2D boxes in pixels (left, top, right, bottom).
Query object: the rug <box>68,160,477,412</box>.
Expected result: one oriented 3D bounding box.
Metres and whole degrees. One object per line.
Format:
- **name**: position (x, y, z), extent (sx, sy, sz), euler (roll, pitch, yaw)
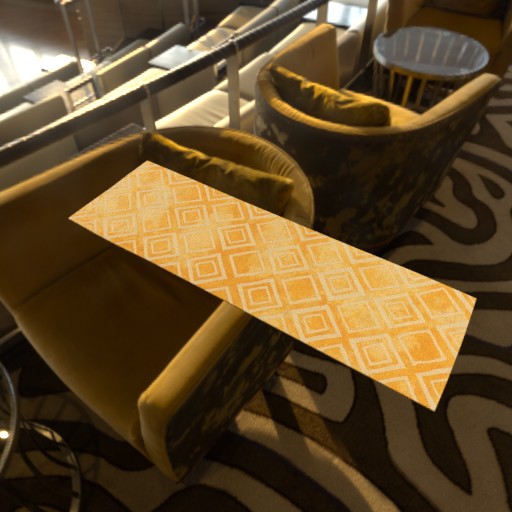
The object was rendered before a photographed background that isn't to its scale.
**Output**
- **rug**: position (0.000, 0.000, 2.689), extent (2.438, 0.010, 0.775), euler (25, 52, 21)
